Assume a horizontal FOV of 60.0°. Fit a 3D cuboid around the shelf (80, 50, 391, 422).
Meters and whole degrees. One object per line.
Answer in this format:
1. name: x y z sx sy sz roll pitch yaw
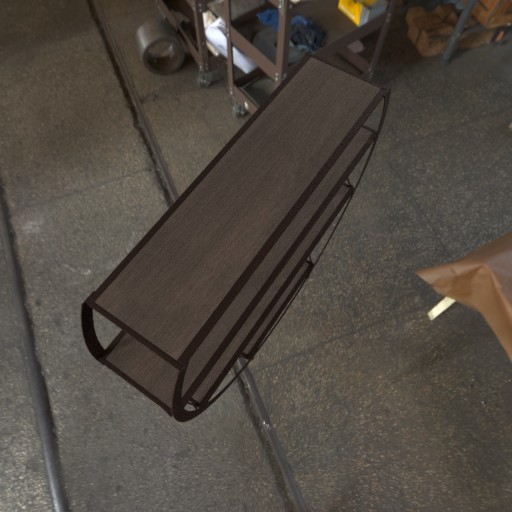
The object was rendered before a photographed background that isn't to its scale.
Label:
1. shelf: 0.000 0.000 1.873 0.344 1.063 1.403 31 68 14
